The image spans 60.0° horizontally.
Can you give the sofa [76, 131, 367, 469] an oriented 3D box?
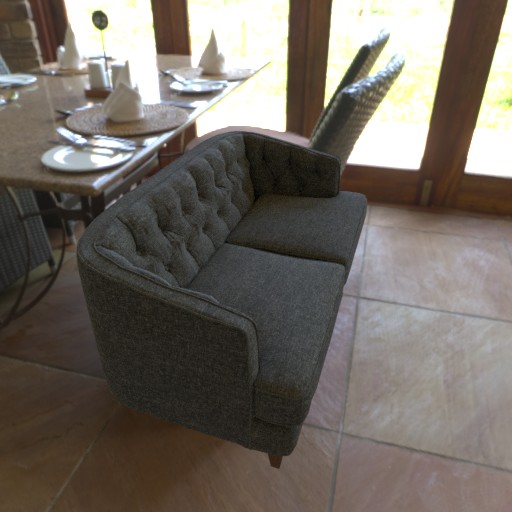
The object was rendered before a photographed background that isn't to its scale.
[{"bbox_3d":[0.000,0.000,2.249,0.941,0.855,1.733,10,33,16],"label":"sofa"}]
